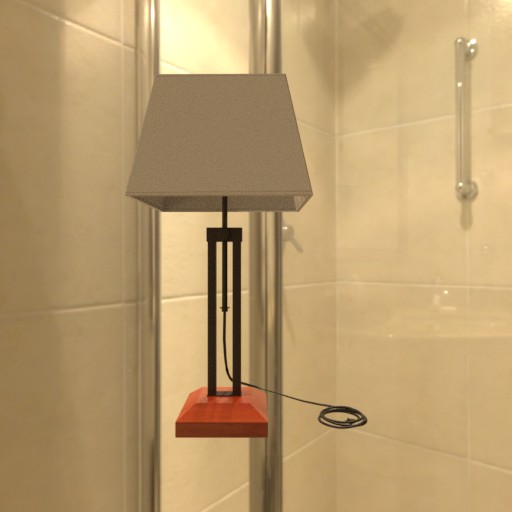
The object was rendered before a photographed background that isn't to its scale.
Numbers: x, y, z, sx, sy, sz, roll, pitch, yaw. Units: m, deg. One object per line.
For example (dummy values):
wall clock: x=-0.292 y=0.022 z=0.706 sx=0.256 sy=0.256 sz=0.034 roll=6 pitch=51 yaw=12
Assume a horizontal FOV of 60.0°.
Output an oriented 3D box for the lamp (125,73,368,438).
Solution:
lamp: x=0.000 y=0.000 z=0.993 sx=0.498 sy=0.737 sz=0.310 roll=0 pitch=0 yaw=1
